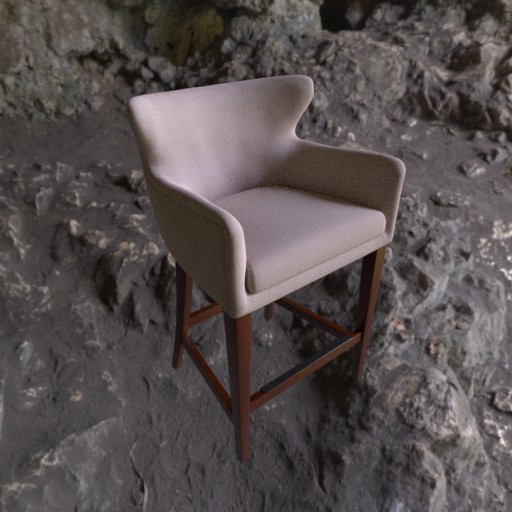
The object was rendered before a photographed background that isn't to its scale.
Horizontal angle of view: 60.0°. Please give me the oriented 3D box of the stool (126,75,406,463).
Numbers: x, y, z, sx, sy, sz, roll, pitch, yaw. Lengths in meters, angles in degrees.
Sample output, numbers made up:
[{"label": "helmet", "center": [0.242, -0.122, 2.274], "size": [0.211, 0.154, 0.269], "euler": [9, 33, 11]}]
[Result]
[{"label": "stool", "center": [0.000, 0.000, 1.352], "size": [0.601, 0.951, 0.570], "euler": [-23, 38, -33]}]
